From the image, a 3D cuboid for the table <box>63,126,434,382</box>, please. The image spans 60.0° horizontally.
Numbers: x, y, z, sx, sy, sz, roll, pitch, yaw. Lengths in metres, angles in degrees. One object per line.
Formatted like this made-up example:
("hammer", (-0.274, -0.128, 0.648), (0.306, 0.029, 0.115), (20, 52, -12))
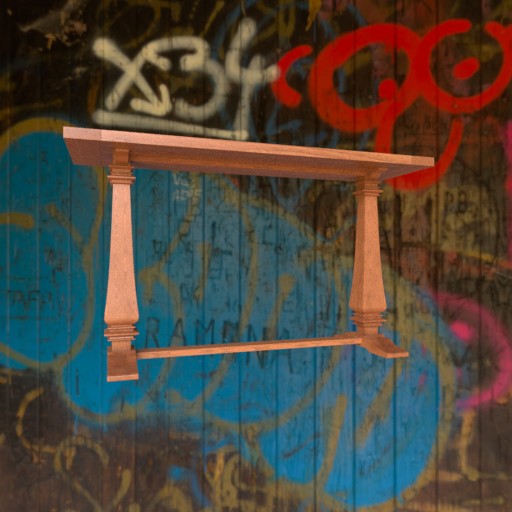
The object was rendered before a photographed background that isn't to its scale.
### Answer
("table", (0.000, 0.000, 1.896), (1.478, 0.852, 0.461), (0, 0, -18))
